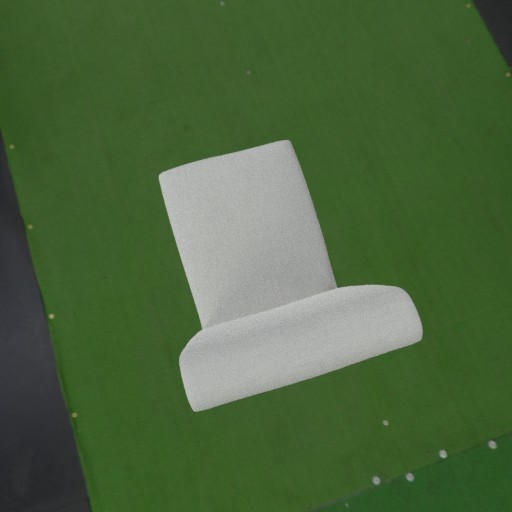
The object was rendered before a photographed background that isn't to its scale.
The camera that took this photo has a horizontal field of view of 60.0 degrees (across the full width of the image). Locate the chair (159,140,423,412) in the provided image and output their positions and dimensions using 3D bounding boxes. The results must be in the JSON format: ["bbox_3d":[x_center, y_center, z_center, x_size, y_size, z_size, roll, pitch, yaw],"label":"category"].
[{"bbox_3d":[0.000,0.000,1.329,0.452,0.976,0.708,-16,77,-4],"label":"chair"}]
